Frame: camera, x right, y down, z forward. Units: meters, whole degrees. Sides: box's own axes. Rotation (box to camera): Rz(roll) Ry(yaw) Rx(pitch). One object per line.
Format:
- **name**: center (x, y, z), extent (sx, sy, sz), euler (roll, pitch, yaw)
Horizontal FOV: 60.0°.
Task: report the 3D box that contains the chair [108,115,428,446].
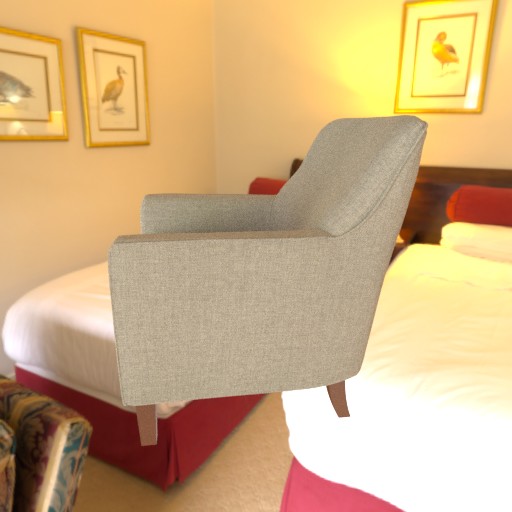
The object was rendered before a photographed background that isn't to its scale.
- **chair**: center (0.000, 0.000, 1.743), extent (0.993, 1.047, 0.887), euler (-2, 16, -7)
